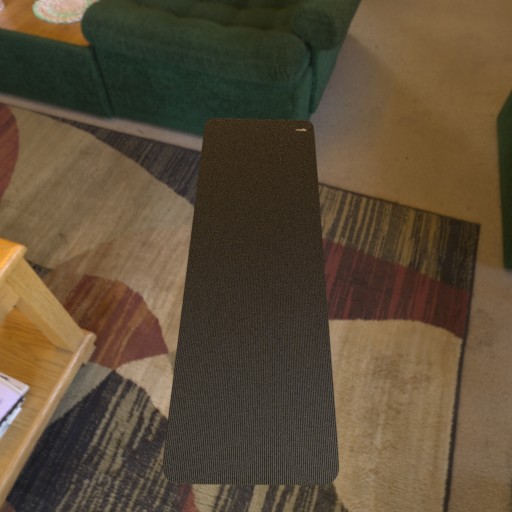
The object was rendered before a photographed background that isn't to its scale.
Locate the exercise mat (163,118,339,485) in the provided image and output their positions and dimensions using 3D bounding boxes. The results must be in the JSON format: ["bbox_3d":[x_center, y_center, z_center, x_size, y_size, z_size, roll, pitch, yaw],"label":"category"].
[{"bbox_3d":[0.000,0.000,2.022,0.616,0.021,1.869,1,57,1],"label":"exercise mat"}]
